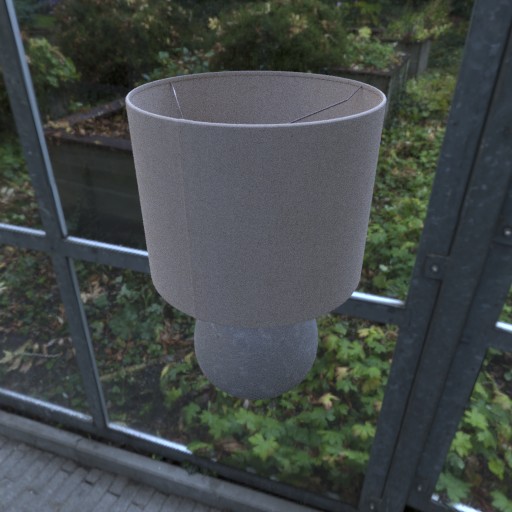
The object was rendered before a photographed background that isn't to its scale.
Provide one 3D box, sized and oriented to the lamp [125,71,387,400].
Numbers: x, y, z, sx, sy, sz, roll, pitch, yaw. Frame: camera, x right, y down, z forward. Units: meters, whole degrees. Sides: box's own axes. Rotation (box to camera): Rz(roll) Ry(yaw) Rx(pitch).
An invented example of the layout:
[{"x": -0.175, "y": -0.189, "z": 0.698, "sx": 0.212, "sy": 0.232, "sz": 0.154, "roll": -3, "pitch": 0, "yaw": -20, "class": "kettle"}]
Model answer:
[{"x": 0.000, "y": 0.000, "z": 0.576, "sx": 0.269, "sy": 0.409, "sz": 0.269, "roll": 22, "pitch": 38, "yaw": 31, "class": "lamp"}]
